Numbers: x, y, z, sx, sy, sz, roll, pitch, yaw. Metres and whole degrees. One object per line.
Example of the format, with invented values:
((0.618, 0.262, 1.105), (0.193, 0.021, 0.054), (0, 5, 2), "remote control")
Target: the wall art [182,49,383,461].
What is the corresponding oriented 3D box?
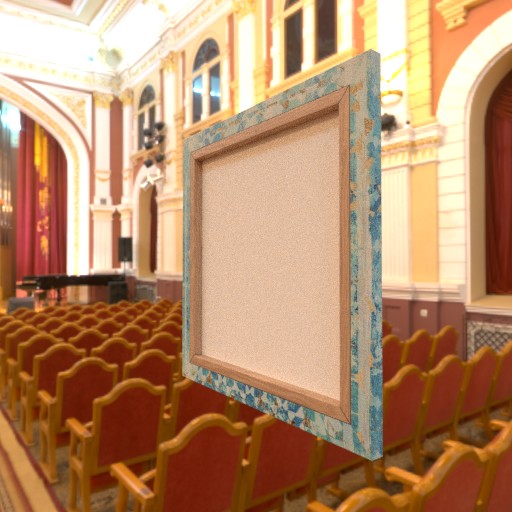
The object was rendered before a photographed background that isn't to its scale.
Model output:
((0.000, 0.000, 1.363), (0.040, 0.916, 0.916), (1, -1, -36), "wall art")
